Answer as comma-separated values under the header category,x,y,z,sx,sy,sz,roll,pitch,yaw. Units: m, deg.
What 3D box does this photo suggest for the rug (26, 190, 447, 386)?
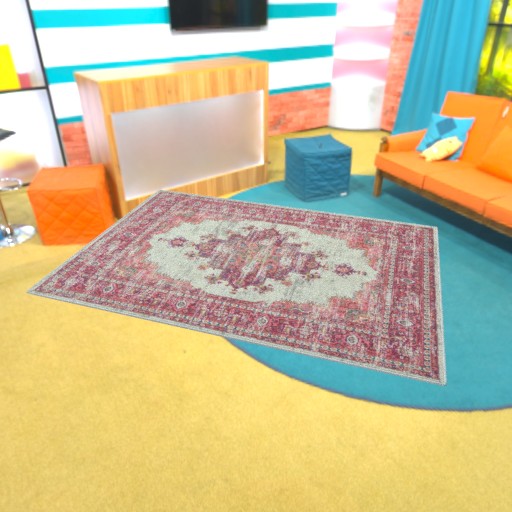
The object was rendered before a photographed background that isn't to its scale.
category,x,y,z,sx,sy,sz,roll,pitch,yaw
rug,0.000,0.000,2.835,2.232,0.011,1.555,9,32,15
